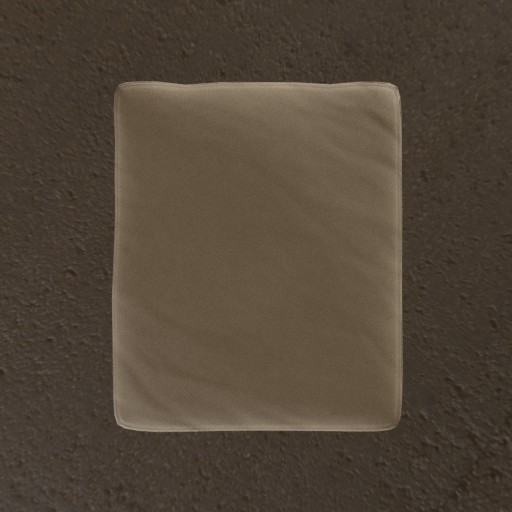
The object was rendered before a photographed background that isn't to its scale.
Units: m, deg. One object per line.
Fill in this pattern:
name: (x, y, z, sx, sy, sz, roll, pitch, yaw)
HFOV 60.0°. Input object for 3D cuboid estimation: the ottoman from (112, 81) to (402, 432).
ottoman: (0.000, 0.000, 1.448, 0.836, 0.492, 1.002, 0, 90, 0)
